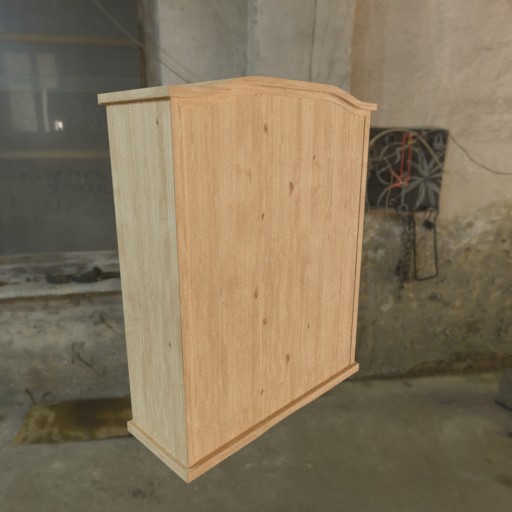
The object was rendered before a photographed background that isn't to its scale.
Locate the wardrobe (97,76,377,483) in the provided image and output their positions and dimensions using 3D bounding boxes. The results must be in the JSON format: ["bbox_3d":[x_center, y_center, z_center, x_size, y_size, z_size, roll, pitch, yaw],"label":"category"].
[{"bbox_3d":[0.000,0.000,2.585,0.570,1.870,1.500,15,21,43],"label":"wardrobe"}]
